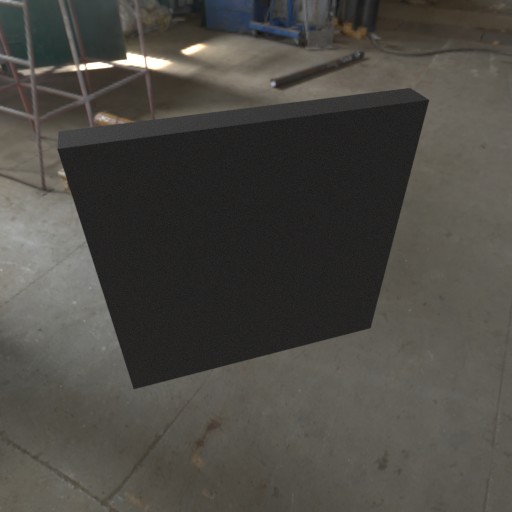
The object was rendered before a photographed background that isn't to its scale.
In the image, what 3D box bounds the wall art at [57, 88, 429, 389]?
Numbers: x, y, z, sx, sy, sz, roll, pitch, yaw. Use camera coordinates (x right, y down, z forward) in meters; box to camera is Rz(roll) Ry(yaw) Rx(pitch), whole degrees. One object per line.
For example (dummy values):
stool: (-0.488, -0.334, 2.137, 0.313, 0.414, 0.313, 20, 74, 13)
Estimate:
wall art: (0.000, 0.000, 0.462, 0.308, 0.305, 0.030, -12, 42, -13)
